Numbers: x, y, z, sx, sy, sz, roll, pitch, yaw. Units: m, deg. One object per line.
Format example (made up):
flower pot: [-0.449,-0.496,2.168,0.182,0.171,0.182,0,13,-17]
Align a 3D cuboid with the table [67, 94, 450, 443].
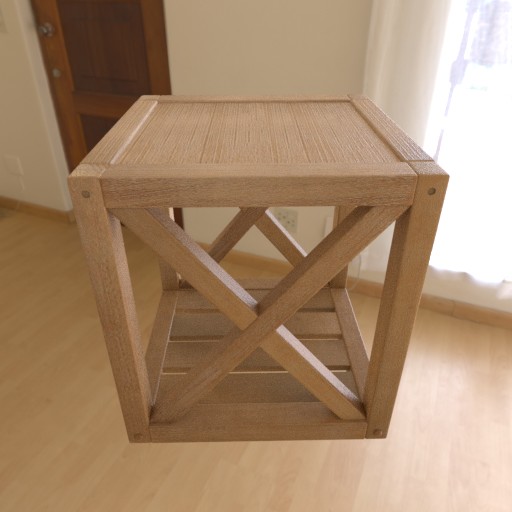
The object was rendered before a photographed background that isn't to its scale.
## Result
table: [0.000,0.000,1.033,0.559,0.610,0.558,-1,32,-1]
